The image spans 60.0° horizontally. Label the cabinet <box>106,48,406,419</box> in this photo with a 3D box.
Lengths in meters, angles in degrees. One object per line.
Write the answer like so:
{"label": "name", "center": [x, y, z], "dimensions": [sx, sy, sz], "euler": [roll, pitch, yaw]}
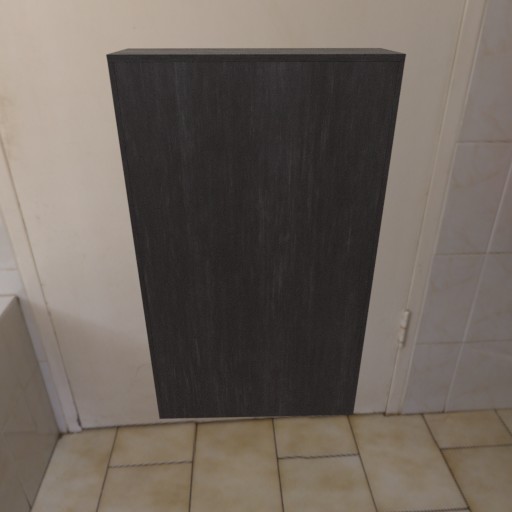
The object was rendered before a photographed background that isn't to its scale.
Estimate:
{"label": "cabinet", "center": [0.000, 0.000, 1.520], "dimensions": [0.750, 1.280, 0.250], "euler": [-1, 28, -1]}
